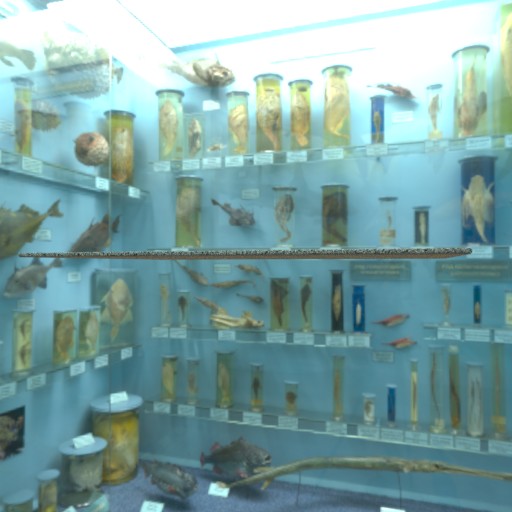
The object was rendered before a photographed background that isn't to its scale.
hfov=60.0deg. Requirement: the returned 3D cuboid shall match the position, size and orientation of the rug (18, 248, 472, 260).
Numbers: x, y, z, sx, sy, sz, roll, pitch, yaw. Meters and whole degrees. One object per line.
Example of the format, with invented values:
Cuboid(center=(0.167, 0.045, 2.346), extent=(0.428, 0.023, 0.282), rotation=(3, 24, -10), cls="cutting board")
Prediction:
Cuboid(center=(0.000, 0.000, 3.319), extent=(2.743, 0.030, 1.778), rotation=(0, -1, 20), cls="rug")
